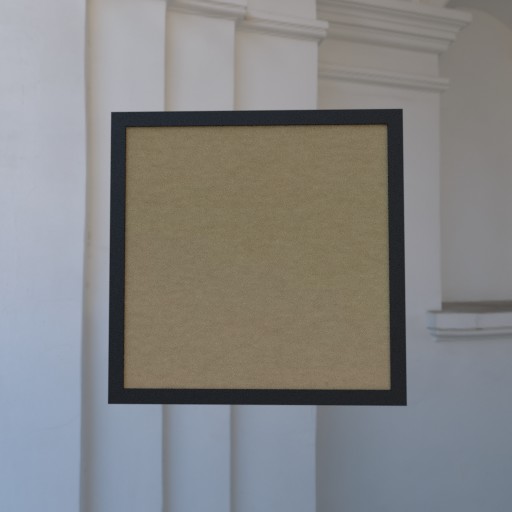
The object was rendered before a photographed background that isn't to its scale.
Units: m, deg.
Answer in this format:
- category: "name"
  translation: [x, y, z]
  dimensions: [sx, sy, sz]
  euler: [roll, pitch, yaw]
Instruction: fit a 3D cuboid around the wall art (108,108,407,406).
- category: "wall art"
  translation: [0.000, 0.000, 0.542]
  dimensions: [0.358, 0.357, 0.012]
  euler: [0, -2, 2]
